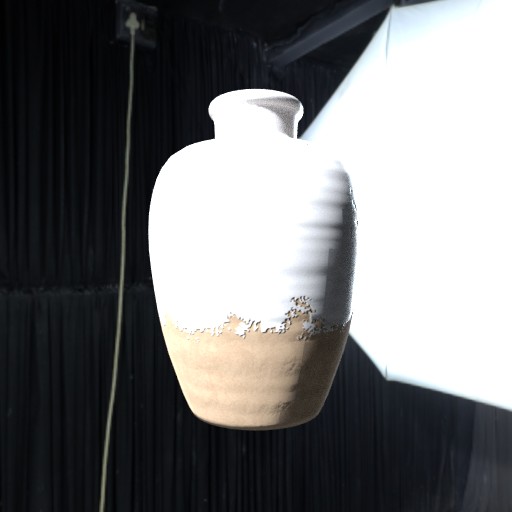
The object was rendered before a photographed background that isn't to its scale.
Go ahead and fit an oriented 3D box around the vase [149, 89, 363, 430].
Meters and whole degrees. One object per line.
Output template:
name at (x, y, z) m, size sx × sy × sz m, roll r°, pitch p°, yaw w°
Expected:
vase at (0.000, 0.000, 0.336) m, size 0.158 × 0.228 × 0.158 m, roll 0°, pitch -1°, yaw 0°
